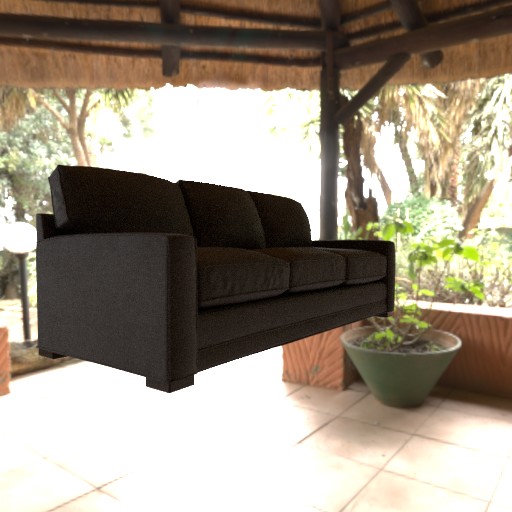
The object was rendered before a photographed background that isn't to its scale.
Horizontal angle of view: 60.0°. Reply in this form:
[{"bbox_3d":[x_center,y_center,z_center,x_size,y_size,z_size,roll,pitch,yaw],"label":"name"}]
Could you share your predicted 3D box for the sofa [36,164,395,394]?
[{"bbox_3d":[0.000,0.000,2.855,1.004,0.978,2.369,1,1,37],"label":"sofa"}]
